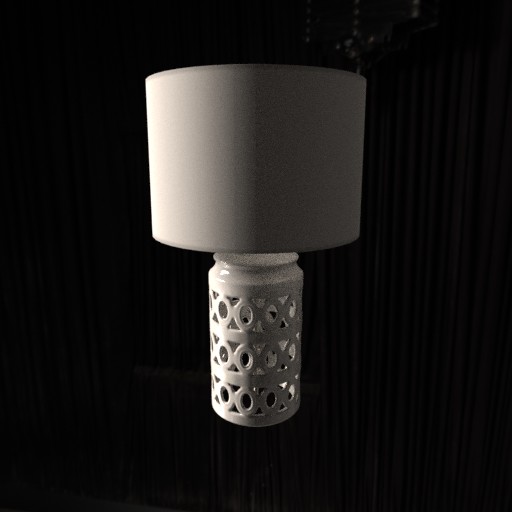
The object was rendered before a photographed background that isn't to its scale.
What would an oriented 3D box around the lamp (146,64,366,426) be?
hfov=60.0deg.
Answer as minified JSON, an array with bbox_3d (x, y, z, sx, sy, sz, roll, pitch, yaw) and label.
[{"bbox_3d":[0.000,0.000,0.689,0.310,0.502,0.310,0,14,0],"label":"lamp"}]
